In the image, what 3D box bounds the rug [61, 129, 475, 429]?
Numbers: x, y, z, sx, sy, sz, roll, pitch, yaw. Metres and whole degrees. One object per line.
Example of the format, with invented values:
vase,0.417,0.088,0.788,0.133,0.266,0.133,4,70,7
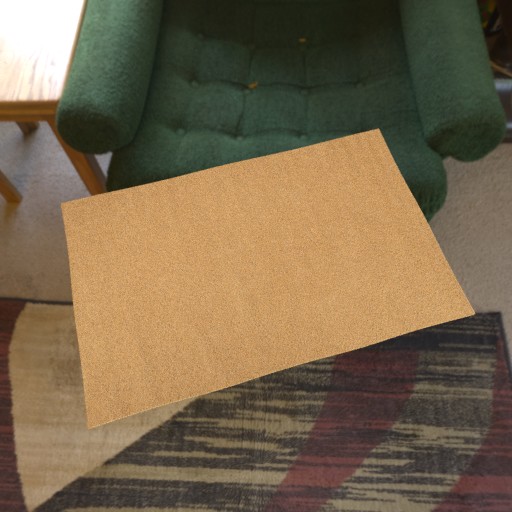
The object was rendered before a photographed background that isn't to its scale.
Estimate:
rug,0.000,0.000,2.874,2.346,0.025,1.500,-15,66,-7
